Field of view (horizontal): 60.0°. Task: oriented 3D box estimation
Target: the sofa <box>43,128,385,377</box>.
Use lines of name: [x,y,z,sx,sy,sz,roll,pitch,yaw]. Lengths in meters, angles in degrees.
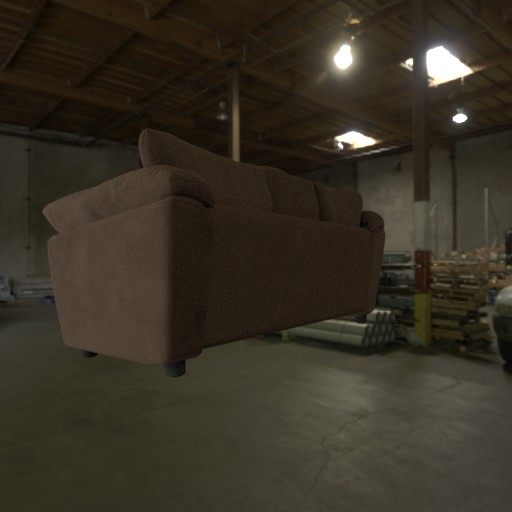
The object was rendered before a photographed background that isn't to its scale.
sofa: [0.000,0.000,2.784,0.878,1.015,2.336,0,-1,36]
